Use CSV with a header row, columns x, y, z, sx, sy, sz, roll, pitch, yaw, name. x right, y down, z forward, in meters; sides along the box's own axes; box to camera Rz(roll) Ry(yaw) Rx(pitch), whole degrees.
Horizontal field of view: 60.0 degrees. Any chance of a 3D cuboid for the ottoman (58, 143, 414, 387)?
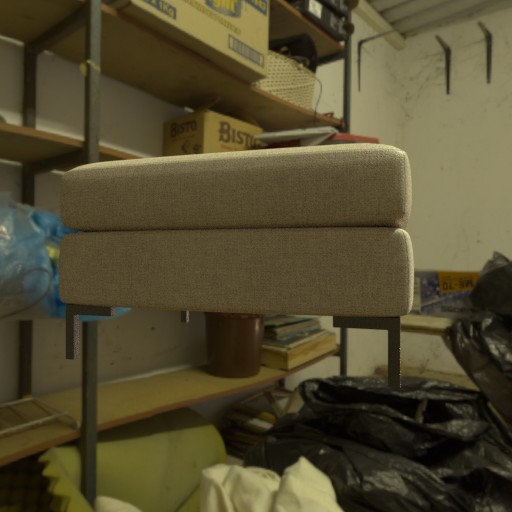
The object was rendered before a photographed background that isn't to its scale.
x,y,z,sx,sy,sz,roll,pitch,yaw,name
0.000,0.000,1.238,0.820,0.490,0.671,0,0,17,ottoman
